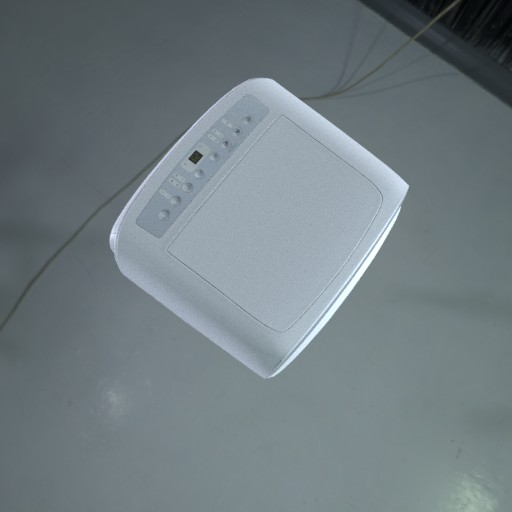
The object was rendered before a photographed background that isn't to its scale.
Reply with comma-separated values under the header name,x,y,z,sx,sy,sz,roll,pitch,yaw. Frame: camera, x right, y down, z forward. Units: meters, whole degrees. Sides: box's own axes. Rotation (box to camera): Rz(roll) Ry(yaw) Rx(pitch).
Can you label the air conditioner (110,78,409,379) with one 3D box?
name,x,y,z,sx,sy,sz,roll,pitch,yaw
air conditioner,0.000,0.000,1.090,0.467,0.765,0.478,37,79,8
